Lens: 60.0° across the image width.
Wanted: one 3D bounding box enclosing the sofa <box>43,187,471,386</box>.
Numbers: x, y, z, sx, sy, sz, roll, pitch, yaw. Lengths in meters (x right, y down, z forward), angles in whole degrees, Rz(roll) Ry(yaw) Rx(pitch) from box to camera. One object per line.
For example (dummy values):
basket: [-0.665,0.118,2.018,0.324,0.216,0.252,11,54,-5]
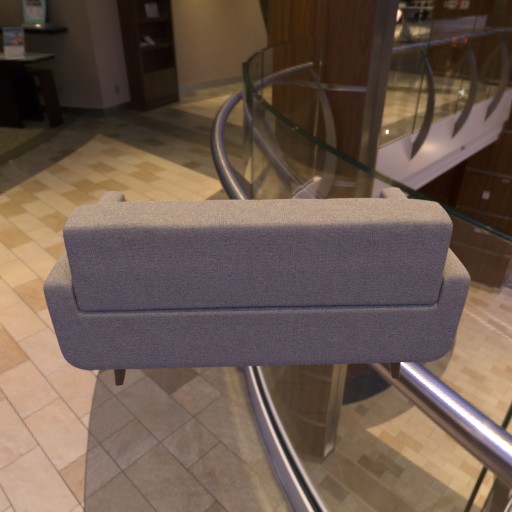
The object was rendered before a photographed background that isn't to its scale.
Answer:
sofa: [0.000,0.000,2.124,1.631,0.841,0.909,-1,31,-2]
